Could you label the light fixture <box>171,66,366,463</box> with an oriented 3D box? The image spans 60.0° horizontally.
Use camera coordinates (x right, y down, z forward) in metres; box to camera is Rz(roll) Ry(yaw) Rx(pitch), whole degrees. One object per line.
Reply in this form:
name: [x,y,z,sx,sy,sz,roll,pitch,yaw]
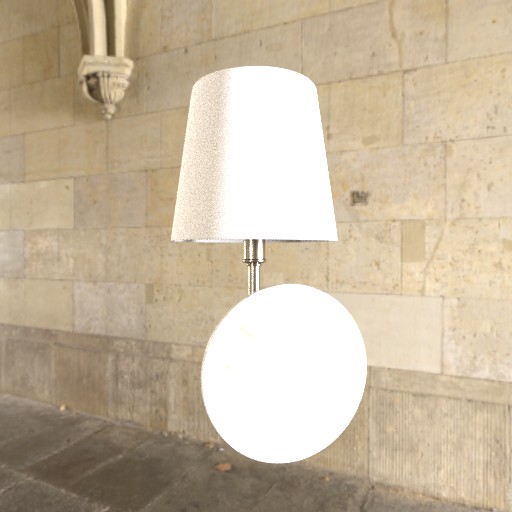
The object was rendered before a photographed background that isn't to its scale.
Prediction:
light fixture: [0.000,0.000,0.451,0.168,0.337,0.188,0,1,-17]
